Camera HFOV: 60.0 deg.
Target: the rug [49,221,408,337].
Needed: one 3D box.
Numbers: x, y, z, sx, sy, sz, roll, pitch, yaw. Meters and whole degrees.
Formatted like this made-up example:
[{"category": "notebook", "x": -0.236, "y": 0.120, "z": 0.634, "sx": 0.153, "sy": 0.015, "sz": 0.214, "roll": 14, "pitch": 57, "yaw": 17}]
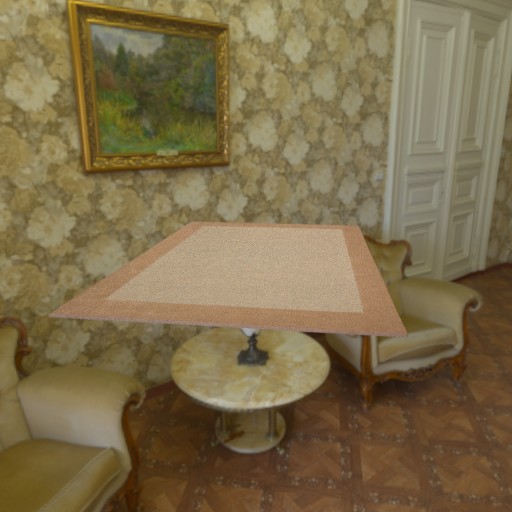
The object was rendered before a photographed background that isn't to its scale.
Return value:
[{"category": "rug", "x": 0.000, "y": 0.000, "z": 2.351, "sx": 1.219, "sy": 0.014, "sz": 1.829, "roll": 2, "pitch": 15, "yaw": 8}]
